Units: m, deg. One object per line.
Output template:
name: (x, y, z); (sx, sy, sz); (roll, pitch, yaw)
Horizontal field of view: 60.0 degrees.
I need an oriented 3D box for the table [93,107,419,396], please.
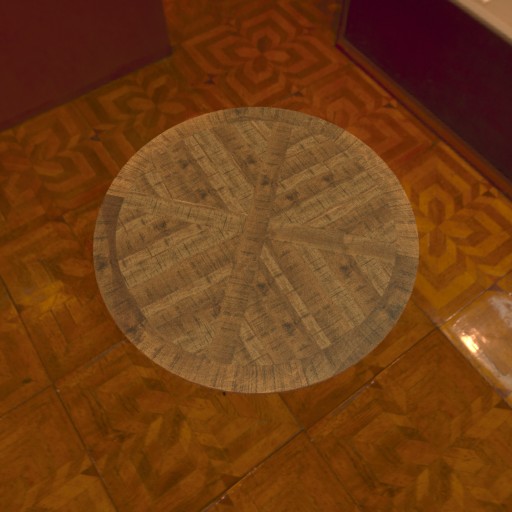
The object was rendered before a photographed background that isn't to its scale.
table: (0.000, 0.000, 1.967); (1.264, 0.516, 1.264); (0, 64, 0)
